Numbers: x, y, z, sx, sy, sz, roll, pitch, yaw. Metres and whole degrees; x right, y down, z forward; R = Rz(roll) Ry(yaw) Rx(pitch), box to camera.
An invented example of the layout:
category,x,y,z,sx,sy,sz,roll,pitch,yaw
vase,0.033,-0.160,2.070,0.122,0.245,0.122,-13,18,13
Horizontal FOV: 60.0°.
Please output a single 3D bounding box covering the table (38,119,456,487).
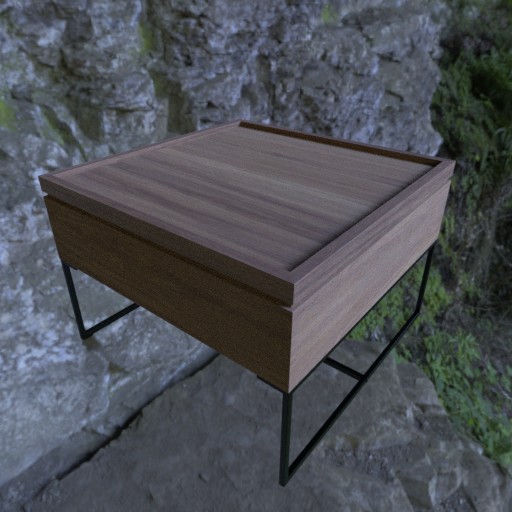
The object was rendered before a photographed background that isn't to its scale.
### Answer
category,x,y,z,sx,sy,sz,roll,pitch,yaw
table,0.000,0.000,1.125,0.679,0.464,0.676,22,37,33
